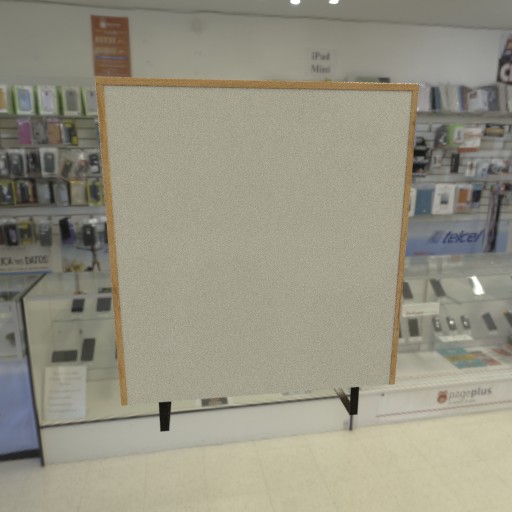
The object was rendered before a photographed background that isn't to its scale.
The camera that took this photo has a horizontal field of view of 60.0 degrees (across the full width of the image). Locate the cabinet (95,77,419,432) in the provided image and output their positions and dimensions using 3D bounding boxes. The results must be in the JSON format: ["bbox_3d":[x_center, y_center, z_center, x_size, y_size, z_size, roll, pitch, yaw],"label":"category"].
[{"bbox_3d":[0.000,0.000,1.968,1.168,1.397,0.473,-2,14,-8],"label":"cabinet"}]
